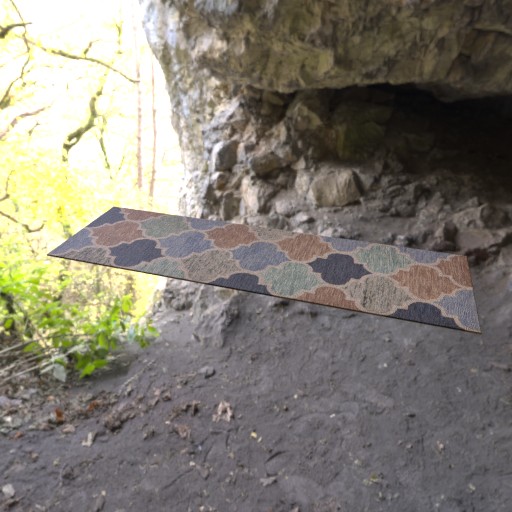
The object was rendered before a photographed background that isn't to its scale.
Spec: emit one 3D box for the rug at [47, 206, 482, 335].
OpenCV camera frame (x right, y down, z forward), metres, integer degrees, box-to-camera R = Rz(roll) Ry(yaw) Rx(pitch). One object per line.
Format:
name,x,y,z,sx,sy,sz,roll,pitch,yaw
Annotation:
rug,0.000,0.000,2.513,2.287,0.011,0.687,9,32,15
